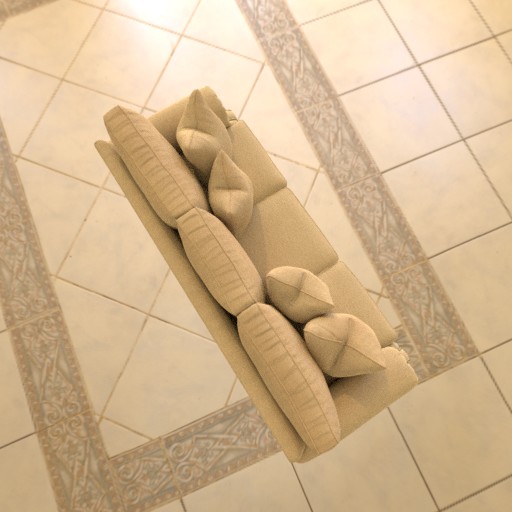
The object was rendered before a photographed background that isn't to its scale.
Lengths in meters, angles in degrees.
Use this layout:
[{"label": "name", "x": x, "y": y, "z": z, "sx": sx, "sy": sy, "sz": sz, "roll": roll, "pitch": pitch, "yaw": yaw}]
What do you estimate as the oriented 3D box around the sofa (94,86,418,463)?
[{"label": "sofa", "x": 0.000, "y": 0.000, "z": 2.790, "sx": 0.965, "sy": 0.975, "sz": 2.312, "roll": -32, "pitch": 78, "yaw": -8}]
